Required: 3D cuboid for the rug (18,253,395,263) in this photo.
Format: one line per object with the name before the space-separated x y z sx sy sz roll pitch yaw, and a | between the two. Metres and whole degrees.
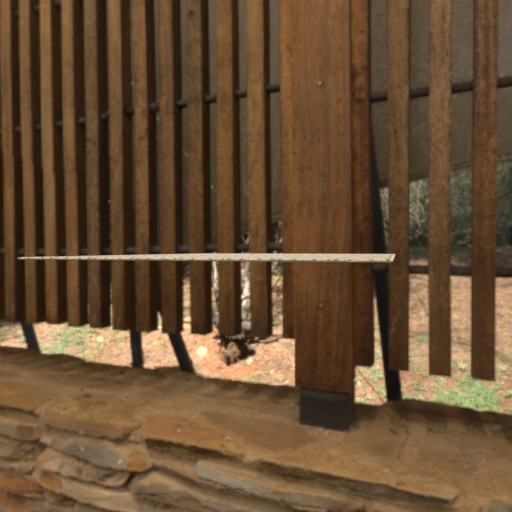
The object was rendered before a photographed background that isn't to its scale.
rug | 0.000 0.000 4.087 2.441 0.017 3.050 0 1 18
